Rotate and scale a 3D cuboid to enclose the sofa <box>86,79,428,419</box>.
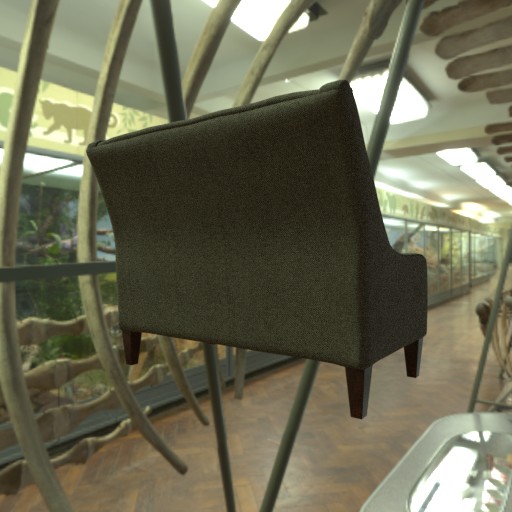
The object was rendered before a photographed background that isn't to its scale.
[{"bbox_3d":[0.000,0.000,1.923,1.242,1.021,0.870,0,1,36],"label":"sofa"}]
